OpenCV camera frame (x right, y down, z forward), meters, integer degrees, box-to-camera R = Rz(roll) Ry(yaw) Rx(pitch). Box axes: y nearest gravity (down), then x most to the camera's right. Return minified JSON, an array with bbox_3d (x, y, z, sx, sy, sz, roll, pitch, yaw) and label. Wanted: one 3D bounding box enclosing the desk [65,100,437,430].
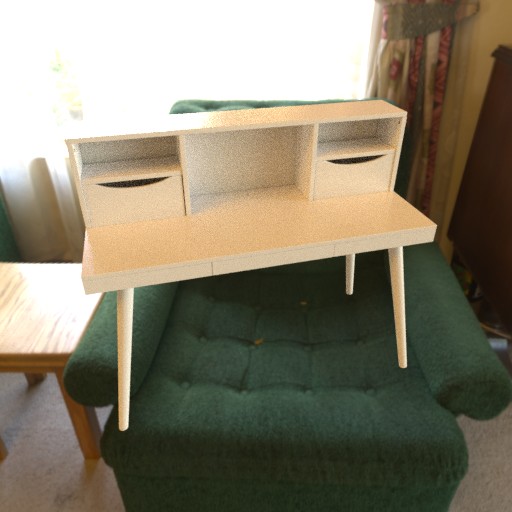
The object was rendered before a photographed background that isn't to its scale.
[{"bbox_3d":[0.000,0.000,1.726,1.199,0.990,0.559,-8,34,-13],"label":"desk"}]
